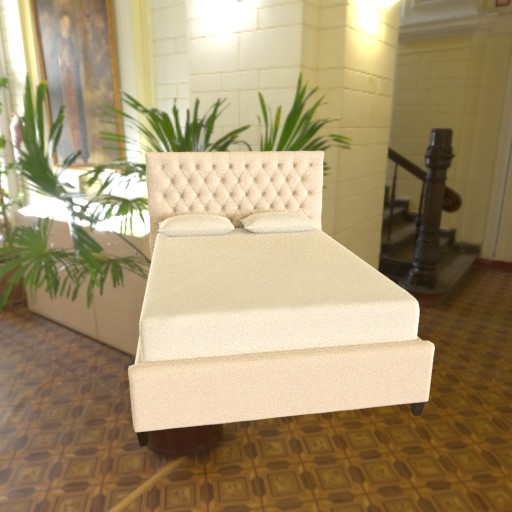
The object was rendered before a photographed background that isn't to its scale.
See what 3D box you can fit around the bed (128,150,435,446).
[{"bbox_3d":[0.000,0.000,3.327,1.696,1.426,2.233,-3,16,-9],"label":"bed"}]
